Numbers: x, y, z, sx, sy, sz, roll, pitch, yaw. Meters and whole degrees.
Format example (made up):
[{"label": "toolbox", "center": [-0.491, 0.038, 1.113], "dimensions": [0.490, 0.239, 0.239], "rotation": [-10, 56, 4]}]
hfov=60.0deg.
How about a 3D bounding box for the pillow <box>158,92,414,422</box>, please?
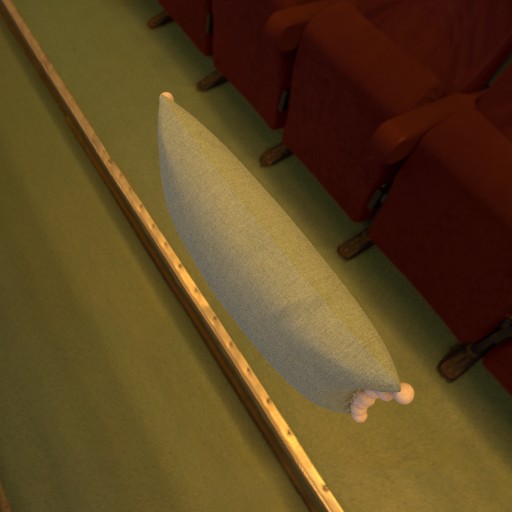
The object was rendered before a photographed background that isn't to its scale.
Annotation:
[{"label": "pillow", "center": [0.000, 0.000, 0.841], "dimensions": [0.201, 0.322, 0.709], "rotation": [-31, 67, -15]}]
